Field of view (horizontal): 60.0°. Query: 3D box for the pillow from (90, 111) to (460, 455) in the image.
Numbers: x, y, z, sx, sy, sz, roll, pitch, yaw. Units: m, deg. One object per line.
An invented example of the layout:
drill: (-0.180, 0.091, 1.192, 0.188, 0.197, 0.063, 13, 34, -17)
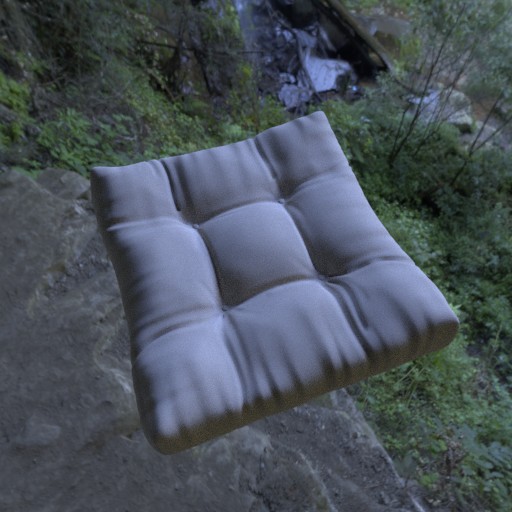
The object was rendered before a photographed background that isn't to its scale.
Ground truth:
pillow: (0.000, 0.000, 0.730, 0.468, 0.128, 0.490, -17, 59, -11)
